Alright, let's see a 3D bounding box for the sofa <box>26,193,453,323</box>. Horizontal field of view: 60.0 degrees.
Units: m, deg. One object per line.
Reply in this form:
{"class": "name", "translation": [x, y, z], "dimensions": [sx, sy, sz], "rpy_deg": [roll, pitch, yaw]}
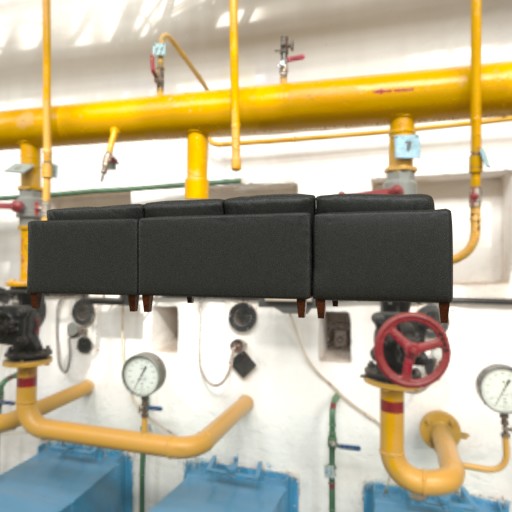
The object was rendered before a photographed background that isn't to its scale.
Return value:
{"class": "sofa", "translation": [0.000, 0.000, 4.580], "dimensions": [3.460, 0.923, 2.593], "rpy_deg": [0, -1, 17]}
